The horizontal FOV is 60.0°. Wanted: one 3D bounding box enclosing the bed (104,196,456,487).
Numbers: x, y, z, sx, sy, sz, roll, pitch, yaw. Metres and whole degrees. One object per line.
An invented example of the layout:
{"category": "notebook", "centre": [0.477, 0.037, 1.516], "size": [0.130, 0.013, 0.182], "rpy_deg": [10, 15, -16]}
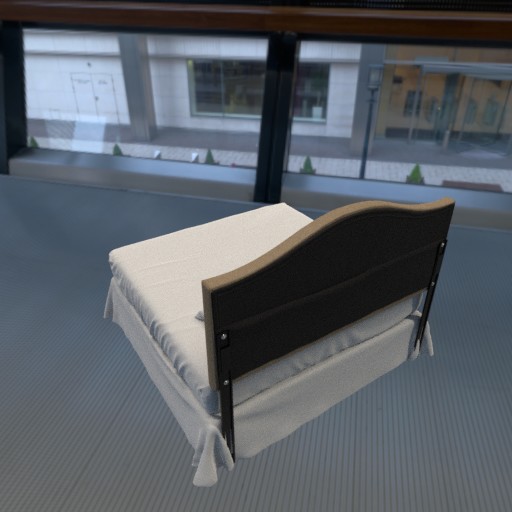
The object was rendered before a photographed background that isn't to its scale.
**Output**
{"category": "bed", "centre": [0.000, 0.000, 3.707], "size": [2.311, 1.651, 2.222], "rpy_deg": [-19, 36, -28]}
